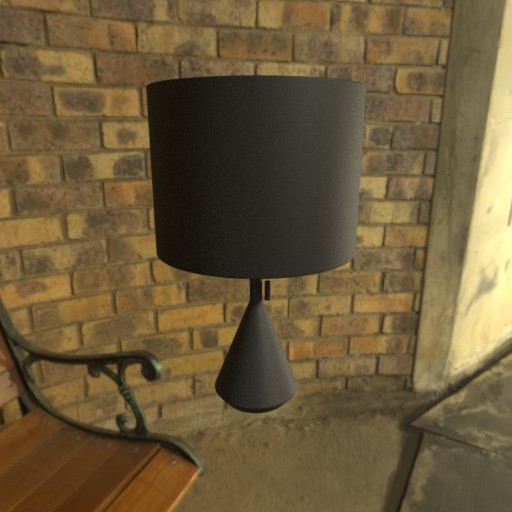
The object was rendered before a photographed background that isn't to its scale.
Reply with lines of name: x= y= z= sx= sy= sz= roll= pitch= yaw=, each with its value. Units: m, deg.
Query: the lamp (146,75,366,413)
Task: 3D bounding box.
lamp: x=0.000 y=0.000 z=0.822 sx=0.359 sy=0.584 sz=0.359 roll=-2 pitch=16 yaw=-7
